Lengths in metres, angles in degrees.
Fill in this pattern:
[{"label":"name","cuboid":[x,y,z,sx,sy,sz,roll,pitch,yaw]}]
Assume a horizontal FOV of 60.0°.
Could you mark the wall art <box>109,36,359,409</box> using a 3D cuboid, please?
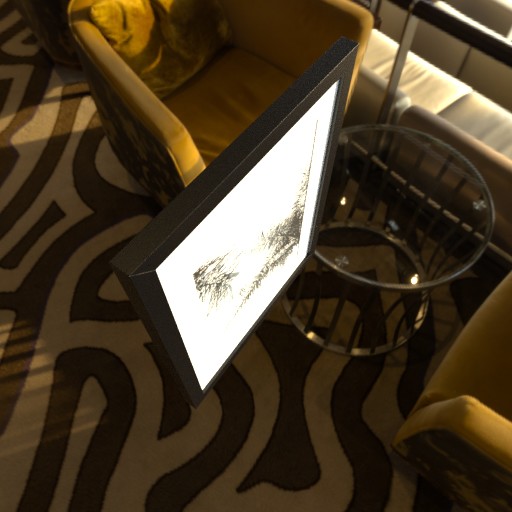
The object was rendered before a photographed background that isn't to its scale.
[{"label":"wall art","cuboid":[0.000,0.000,0.764,0.028,0.557,0.457,31,63,18]}]
